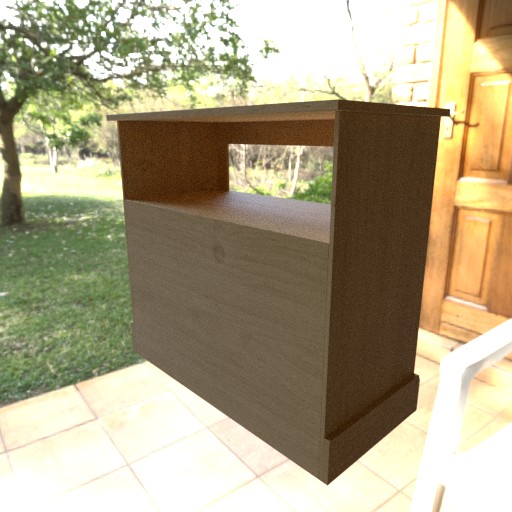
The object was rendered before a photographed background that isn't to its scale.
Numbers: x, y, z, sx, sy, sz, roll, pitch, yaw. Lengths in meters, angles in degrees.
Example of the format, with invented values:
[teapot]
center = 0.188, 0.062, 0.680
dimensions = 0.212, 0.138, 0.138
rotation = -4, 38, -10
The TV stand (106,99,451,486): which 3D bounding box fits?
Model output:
[TV stand]
center = 0.000, 0.000, 1.275
dimensions = 0.430, 0.787, 0.851
rotation = -14, 21, -42
